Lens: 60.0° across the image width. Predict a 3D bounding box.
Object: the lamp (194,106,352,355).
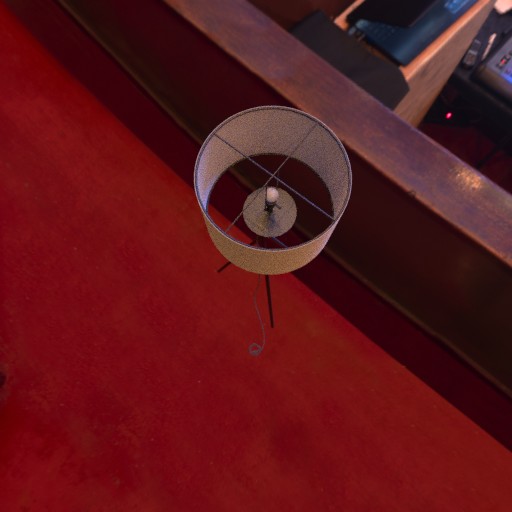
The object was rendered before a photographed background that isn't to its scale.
[{"bbox_3d":[0.000,0.000,1.990,0.522,1.624,0.667,37,78,9],"label":"lamp"}]
